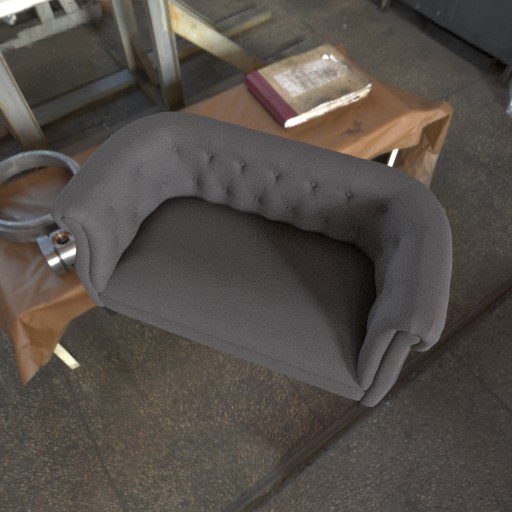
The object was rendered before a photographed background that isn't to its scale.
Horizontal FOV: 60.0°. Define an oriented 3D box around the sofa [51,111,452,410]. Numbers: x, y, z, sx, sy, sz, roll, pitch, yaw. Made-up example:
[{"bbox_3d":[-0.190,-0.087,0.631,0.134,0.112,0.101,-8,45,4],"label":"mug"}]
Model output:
[{"bbox_3d":[0.000,0.000,2.059,1.558,0.827,0.835,18,60,11],"label":"sofa"}]
